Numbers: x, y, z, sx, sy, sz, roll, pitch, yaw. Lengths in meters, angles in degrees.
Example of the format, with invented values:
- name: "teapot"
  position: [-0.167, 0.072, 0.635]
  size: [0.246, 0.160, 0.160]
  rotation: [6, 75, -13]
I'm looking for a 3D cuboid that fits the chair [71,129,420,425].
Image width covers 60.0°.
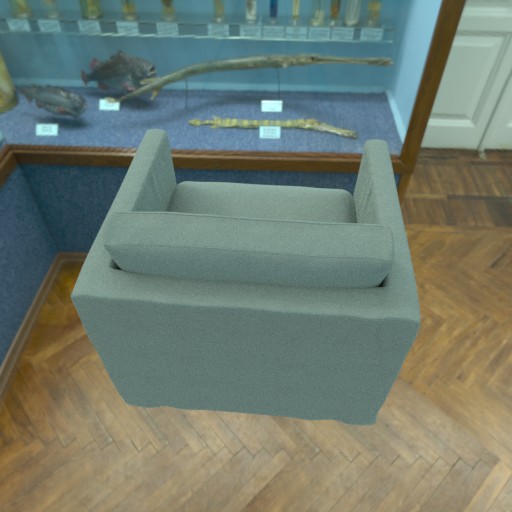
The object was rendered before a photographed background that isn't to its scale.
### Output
- name: "chair"
  position: [0.000, 0.000, 1.769]
  size: [1.057, 0.863, 0.949]
  rotation: [4, 47, 3]
